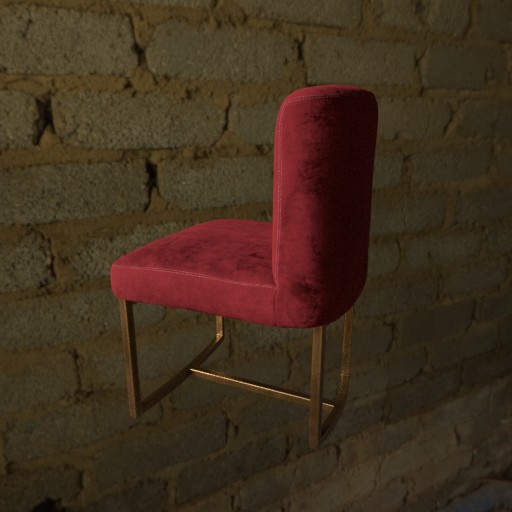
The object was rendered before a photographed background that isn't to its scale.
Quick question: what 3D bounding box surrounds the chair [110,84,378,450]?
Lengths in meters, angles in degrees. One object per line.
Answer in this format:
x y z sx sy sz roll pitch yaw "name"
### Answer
0.000 0.000 1.178 0.560 0.824 0.530 7 18 23 "chair"
